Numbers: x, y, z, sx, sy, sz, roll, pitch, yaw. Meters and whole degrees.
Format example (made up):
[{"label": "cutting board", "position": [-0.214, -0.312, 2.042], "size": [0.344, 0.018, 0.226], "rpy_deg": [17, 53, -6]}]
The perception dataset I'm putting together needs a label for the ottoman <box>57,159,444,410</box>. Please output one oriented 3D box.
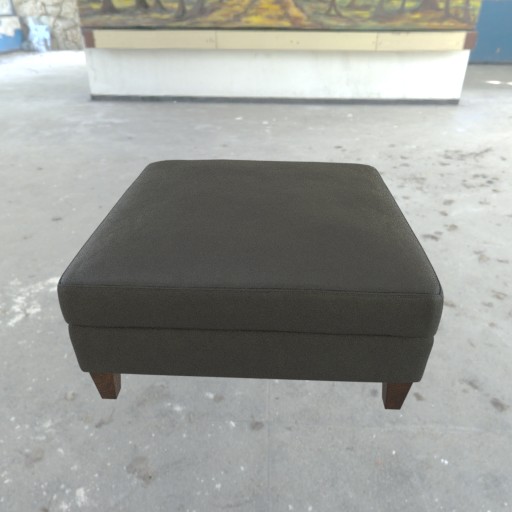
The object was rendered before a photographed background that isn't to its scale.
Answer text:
[{"label": "ottoman", "position": [0.000, 0.000, 1.332], "size": [0.836, 0.415, 0.844], "rpy_deg": [1, 30, 2]}]
